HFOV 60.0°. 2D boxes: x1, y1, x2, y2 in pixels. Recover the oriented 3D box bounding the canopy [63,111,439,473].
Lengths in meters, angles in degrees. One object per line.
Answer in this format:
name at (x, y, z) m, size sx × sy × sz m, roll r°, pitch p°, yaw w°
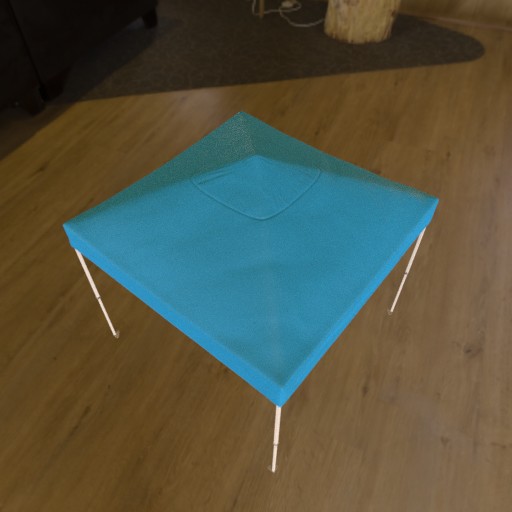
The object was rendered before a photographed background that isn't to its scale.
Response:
canopy at (0.000, 0.000, 5.472) m, size 2.996 × 2.997 × 2.998 m, roll 32°, pitch 56°, yaw 25°
